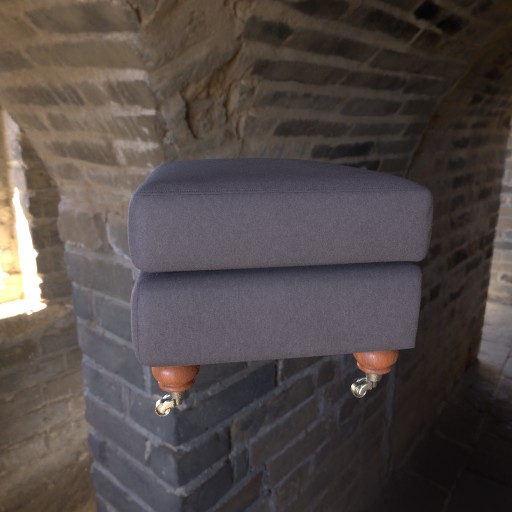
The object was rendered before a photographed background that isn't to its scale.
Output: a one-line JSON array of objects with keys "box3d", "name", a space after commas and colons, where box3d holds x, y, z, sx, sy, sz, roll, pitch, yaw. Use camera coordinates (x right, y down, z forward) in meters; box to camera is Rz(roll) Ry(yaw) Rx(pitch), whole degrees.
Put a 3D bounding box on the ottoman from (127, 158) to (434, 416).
[{"box3d": [0.000, 0.000, 1.169, 0.574, 0.497, 0.773, -2, 15, -9], "name": "ottoman"}]
